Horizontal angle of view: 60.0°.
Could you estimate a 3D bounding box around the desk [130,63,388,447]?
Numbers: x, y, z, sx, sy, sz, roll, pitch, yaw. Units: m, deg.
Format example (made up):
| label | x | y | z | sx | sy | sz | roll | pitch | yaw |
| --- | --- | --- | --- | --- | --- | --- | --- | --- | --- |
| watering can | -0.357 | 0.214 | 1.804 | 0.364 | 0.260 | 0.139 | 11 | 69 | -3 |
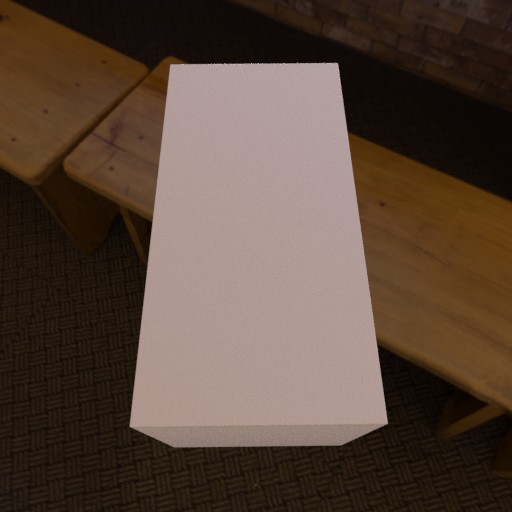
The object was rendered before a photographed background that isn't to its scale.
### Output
| label | x | y | z | sx | sy | sz | roll | pitch | yaw |
| --- | --- | --- | --- | --- | --- | --- | --- | --- | --- |
| desk | 0.000 | 0.000 | 1.834 | 0.690 | 0.740 | 1.400 | -1 | 63 | 0 |
